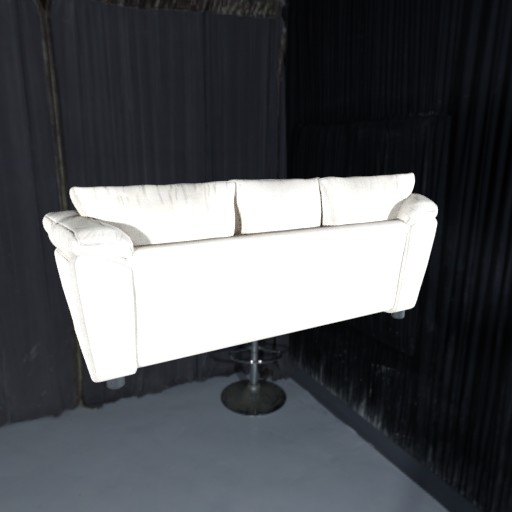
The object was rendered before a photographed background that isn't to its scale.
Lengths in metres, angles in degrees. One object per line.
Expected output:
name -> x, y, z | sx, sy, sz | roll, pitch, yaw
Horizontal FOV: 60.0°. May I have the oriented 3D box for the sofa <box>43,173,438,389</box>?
sofa -> 0.000, 0.000, 2.780 | 2.334, 0.996, 0.878 | -7, 16, -27
